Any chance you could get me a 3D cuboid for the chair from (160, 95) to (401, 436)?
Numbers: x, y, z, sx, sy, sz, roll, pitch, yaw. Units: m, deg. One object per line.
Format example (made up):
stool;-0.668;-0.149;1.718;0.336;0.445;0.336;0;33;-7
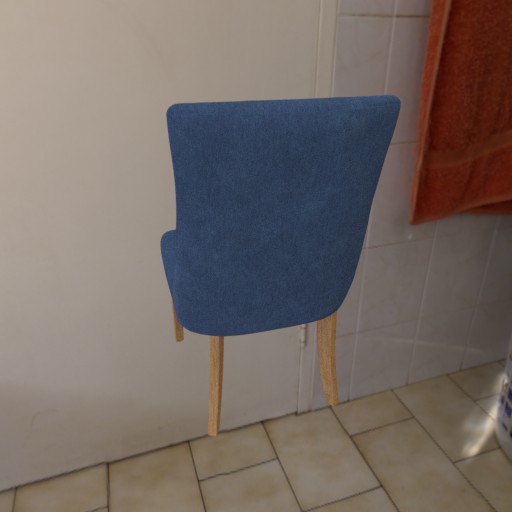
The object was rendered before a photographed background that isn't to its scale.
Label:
chair;0.000;0.000;1.250;0.495;0.902;0.609;-8;27;-15
